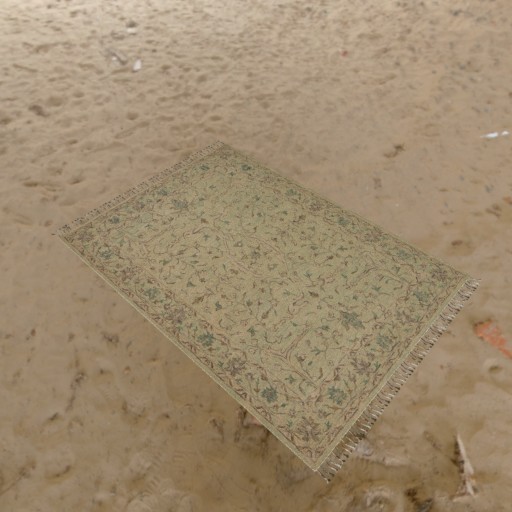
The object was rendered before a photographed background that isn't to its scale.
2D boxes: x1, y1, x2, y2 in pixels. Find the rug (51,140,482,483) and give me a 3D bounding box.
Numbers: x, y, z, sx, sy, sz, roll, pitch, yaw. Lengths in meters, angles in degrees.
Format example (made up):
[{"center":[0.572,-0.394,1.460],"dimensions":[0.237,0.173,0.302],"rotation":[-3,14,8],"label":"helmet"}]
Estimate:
[{"center":[0.000,0.000,2.223],"dimensions":[1.802,0.008,1.247],"rotation":[34,55,28],"label":"rug"}]
